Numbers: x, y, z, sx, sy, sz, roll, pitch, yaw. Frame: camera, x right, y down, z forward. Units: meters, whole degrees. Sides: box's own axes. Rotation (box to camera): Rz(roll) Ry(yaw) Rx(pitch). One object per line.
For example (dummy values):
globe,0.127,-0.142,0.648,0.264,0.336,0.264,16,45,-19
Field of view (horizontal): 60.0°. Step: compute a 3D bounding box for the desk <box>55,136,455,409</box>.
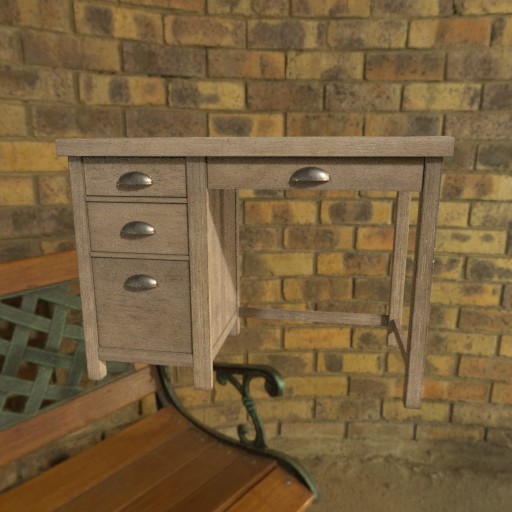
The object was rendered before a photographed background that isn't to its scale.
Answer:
desk,0.000,0.000,1.801,1.289,0.912,0.610,2,13,9
